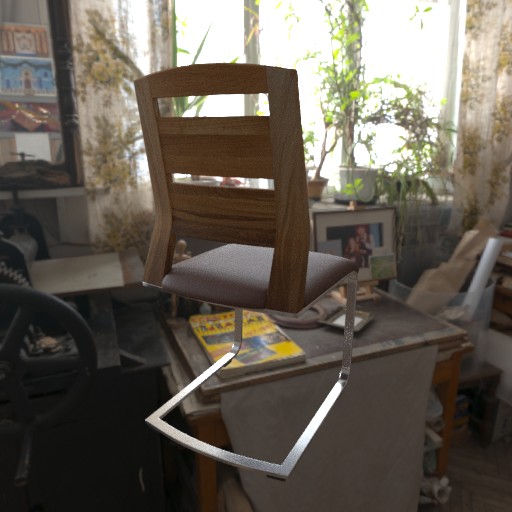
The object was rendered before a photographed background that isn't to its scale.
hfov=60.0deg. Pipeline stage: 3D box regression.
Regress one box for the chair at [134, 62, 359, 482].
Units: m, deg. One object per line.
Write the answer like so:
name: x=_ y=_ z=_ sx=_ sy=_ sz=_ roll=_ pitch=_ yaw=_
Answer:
chair: x=0.000 y=0.000 z=1.274 sx=0.460 sy=0.970 sz=0.570 roll=9 pitch=18 yaw=27
